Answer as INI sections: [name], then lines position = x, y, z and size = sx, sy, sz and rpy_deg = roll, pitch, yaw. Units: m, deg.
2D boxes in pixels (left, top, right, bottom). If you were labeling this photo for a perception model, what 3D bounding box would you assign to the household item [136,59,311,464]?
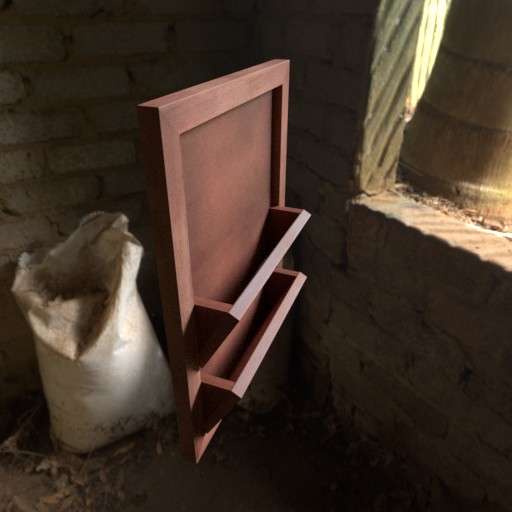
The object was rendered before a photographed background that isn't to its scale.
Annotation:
[household item]
position = 0.000, 0.000, 0.539
size = 0.067, 0.407, 0.310
rpy_deg = 11, 32, 18
